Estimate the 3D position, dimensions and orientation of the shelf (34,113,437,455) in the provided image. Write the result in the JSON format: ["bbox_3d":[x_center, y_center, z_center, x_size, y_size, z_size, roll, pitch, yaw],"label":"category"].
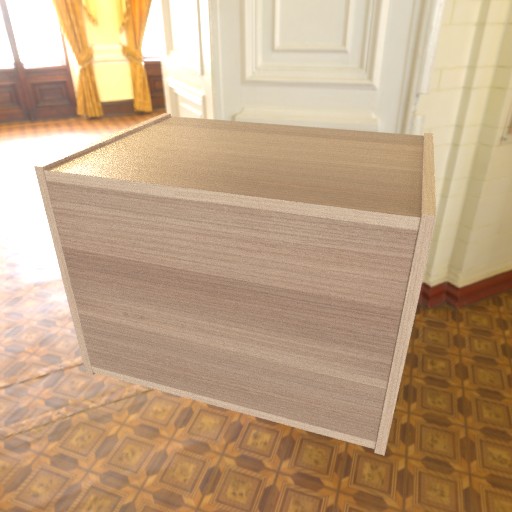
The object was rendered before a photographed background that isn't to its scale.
[{"bbox_3d":[0.000,0.000,0.619,0.415,0.305,0.290,9,31,16],"label":"shelf"}]
